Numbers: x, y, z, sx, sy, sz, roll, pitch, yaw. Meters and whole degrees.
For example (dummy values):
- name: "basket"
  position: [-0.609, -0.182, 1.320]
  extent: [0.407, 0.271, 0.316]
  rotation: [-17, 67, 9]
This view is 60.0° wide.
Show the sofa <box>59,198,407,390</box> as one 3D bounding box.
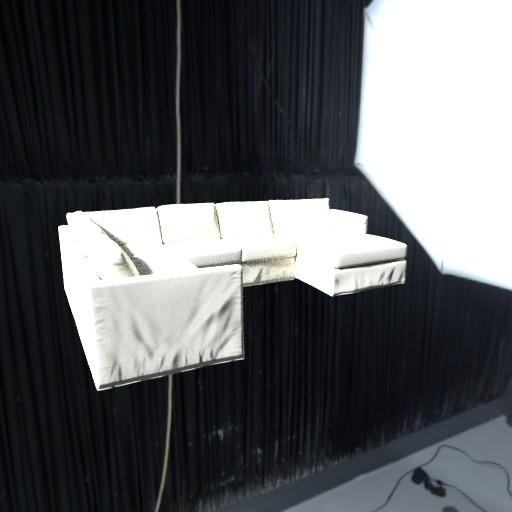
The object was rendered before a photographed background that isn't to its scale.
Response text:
- name: "sofa"
  position: [0.000, 0.000, 4.459]
  extent: [3.460, 0.882, 2.427]
  rotation: [-7, 15, -27]
